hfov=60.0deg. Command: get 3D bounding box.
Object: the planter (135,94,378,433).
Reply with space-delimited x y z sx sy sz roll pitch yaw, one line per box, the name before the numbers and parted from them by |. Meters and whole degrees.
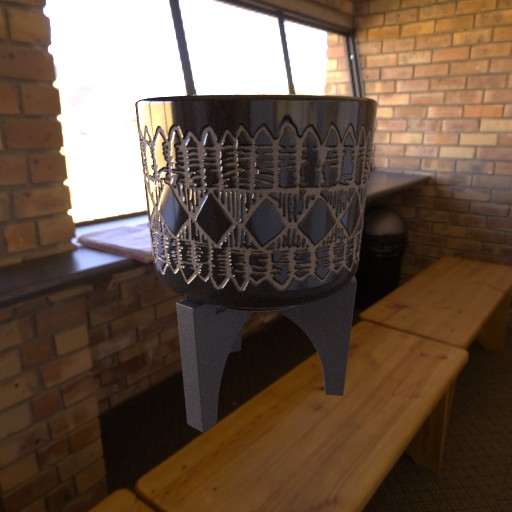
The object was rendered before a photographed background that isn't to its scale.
planter | 0.000 0.000 0.268 0.129 0.177 0.129 0 17 0
